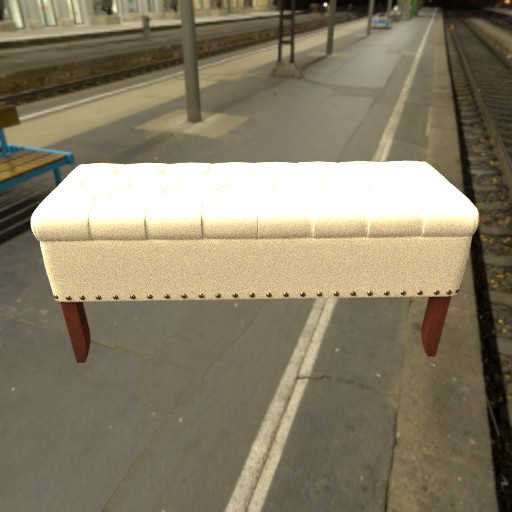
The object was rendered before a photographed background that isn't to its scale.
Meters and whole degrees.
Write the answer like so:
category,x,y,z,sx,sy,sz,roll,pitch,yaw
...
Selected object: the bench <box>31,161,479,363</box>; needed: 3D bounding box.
category,x,y,z,sx,sy,sz,roll,pitch,yaw
bench,0.000,0.000,1.285,1.054,0.470,0.400,-1,30,-1
